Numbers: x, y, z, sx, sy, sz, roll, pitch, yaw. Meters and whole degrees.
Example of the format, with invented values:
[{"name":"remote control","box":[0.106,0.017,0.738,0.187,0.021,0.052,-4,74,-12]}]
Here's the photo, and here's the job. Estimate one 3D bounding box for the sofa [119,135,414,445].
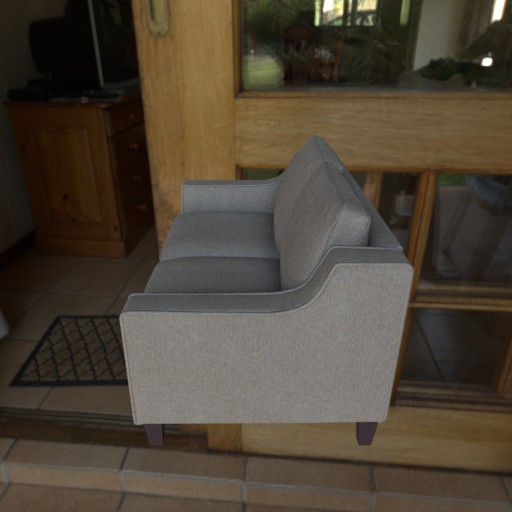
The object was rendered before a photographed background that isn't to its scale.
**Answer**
[{"name":"sofa","box":[0.000,0.000,2.191,0.985,0.981,1.503,0,26,0]}]
